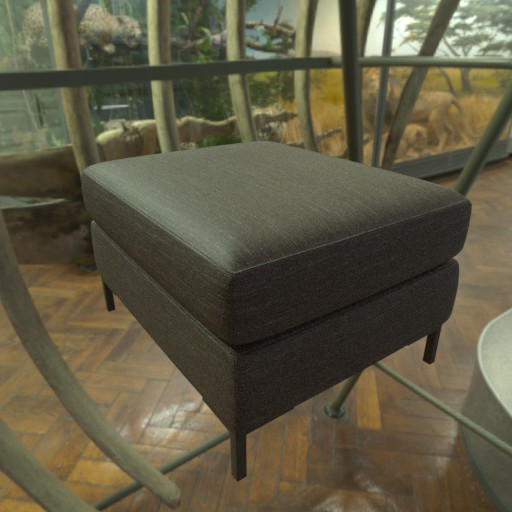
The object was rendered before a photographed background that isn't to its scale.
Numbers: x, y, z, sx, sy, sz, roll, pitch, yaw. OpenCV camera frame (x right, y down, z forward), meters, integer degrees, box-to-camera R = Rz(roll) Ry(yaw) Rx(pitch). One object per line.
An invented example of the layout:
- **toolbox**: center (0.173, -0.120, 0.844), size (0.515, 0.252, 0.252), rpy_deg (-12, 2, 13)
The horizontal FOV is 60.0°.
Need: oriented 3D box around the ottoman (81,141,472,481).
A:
- **ottoman**: center (0.000, 0.000, 1.186), size (0.671, 0.490, 0.820), rpy_deg (-17, 30, -32)
